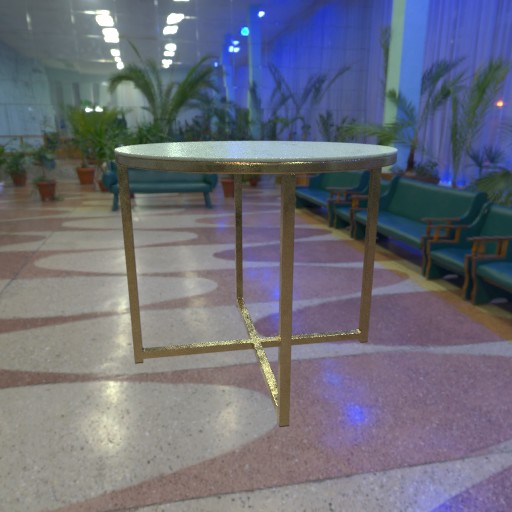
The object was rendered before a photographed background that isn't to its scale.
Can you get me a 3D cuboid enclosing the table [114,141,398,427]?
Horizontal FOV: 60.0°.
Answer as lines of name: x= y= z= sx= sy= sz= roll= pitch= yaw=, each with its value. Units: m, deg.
table: x=0.000 y=0.000 z=0.878 sx=0.500 sy=0.420 sz=0.500 roll=0 pitch=17 yaw=0
